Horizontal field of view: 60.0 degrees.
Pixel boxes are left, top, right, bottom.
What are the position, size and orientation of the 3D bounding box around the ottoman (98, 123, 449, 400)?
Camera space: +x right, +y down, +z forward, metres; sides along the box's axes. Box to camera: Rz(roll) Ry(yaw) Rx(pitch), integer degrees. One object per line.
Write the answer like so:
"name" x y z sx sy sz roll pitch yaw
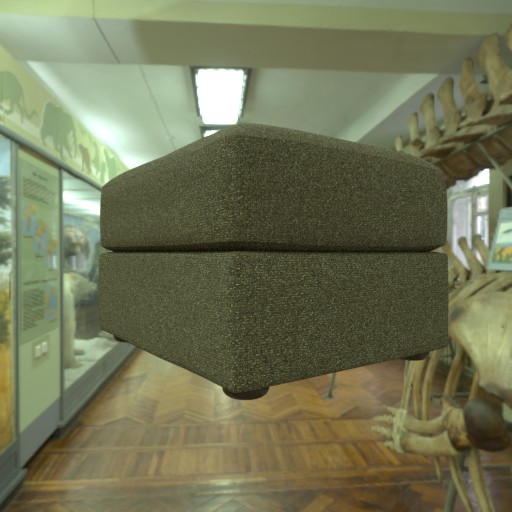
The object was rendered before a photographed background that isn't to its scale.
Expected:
"ottoman" 0.000 0.000 1.122 0.598 0.476 0.742 0 0 -35
